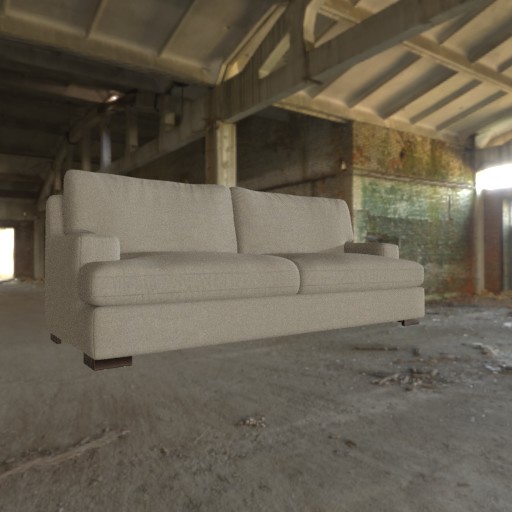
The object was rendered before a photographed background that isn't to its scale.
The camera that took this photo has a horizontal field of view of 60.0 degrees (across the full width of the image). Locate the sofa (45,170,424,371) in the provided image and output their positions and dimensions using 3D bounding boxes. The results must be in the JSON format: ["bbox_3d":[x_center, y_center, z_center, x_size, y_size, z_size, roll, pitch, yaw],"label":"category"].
[{"bbox_3d":[0.000,0.000,2.857,2.354,0.980,0.962,0,0,-36],"label":"sofa"}]
